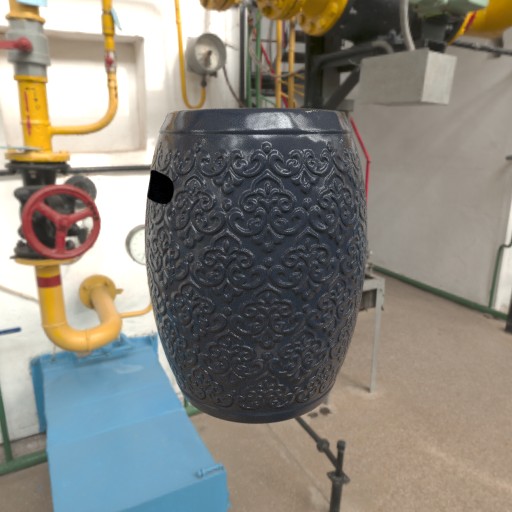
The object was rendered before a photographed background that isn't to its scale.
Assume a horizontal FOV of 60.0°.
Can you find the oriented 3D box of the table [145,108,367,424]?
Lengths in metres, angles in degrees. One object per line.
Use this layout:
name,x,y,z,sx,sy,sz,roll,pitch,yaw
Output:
table,0.000,0.000,0.639,0.309,0.397,0.309,0,16,0
